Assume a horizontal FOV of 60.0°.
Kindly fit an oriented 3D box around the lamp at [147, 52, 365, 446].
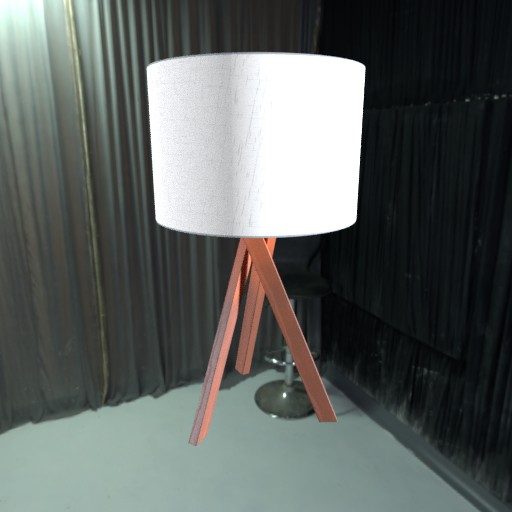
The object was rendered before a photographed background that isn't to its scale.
[{"bbox_3d":[0.000,0.000,0.883,0.380,0.686,0.380,-8,17,-28],"label":"lamp"}]
